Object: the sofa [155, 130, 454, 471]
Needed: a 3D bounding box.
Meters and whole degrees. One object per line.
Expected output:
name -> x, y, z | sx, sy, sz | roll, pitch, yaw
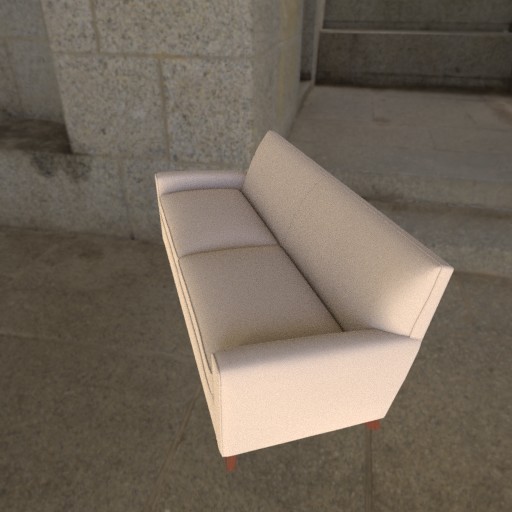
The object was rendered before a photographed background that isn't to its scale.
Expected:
sofa -> 0.000, 0.000, 2.430 | 0.875, 0.846, 2.000 | -9, 31, -15
